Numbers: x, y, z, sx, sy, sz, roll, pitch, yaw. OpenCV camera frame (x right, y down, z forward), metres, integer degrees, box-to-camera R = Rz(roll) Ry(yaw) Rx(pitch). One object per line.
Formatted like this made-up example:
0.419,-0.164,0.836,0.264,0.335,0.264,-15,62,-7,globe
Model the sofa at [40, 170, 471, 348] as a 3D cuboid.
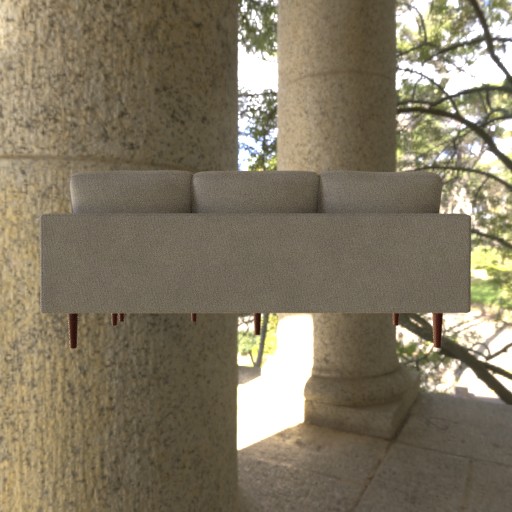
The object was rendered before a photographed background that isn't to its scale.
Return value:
0.000,0.000,3.015,2.233,0.956,1.504,0,1,0,sofa
